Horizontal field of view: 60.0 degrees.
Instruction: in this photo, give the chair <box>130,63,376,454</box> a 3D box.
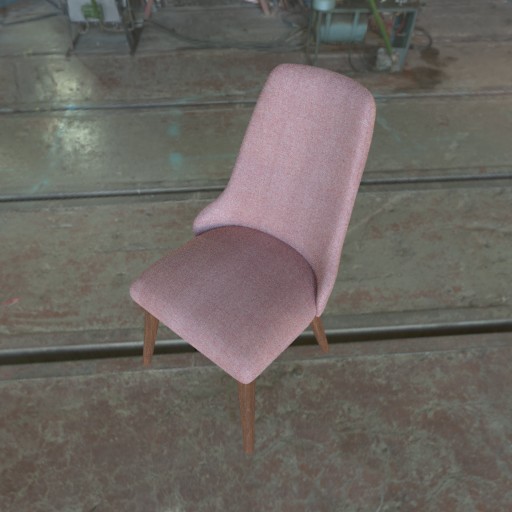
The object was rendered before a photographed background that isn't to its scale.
[{"bbox_3d":[0.000,0.000,1.374,0.535,0.918,0.707,31,54,27],"label":"chair"}]
